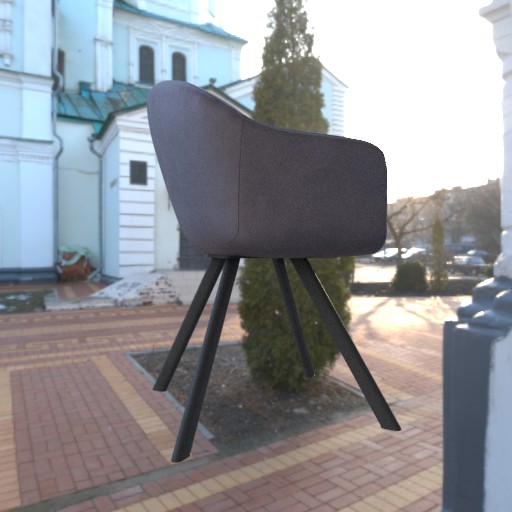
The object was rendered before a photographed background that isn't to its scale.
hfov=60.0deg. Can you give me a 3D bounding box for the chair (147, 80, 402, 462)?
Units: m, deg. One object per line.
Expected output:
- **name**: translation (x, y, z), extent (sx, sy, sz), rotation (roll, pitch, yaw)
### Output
- **chair**: translation (0.000, 0.000, 1.139), extent (0.544, 0.781, 0.567), rotation (0, 1, -18)
